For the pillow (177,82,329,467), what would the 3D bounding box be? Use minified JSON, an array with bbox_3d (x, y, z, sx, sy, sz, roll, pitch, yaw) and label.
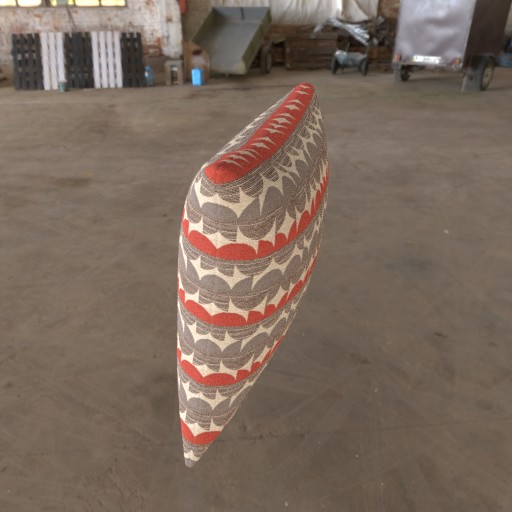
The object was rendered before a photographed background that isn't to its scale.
[{"bbox_3d":[0.000,0.000,0.635,0.180,0.410,0.420,8,32,14],"label":"pillow"}]
